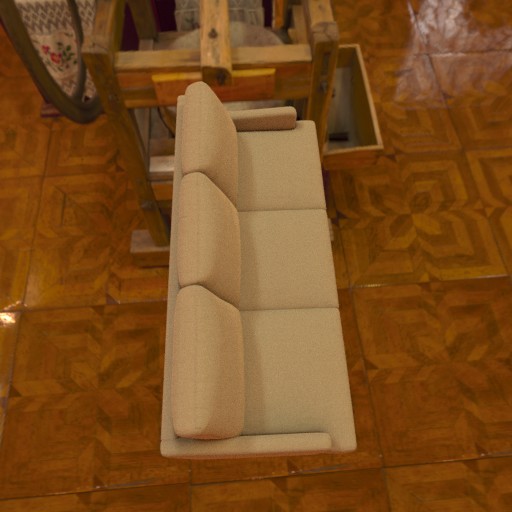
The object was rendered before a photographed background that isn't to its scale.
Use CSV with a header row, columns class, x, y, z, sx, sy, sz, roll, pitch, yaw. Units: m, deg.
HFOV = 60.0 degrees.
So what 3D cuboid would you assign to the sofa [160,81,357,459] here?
class,x,y,z,sx,sy,sz,roll,pitch,yaw
sofa,0.000,0.000,2.814,1.000,0.913,2.321,-2,64,-1
